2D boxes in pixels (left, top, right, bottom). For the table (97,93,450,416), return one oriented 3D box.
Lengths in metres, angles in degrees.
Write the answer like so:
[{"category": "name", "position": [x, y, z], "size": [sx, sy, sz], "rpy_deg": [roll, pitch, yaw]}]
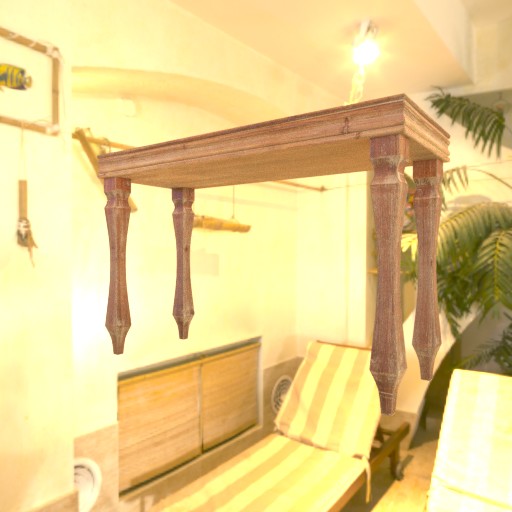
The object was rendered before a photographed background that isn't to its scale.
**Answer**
[{"category": "table", "position": [0.000, 0.000, 1.762], "size": [1.330, 0.873, 0.522], "rpy_deg": [1, 1, 36]}]
